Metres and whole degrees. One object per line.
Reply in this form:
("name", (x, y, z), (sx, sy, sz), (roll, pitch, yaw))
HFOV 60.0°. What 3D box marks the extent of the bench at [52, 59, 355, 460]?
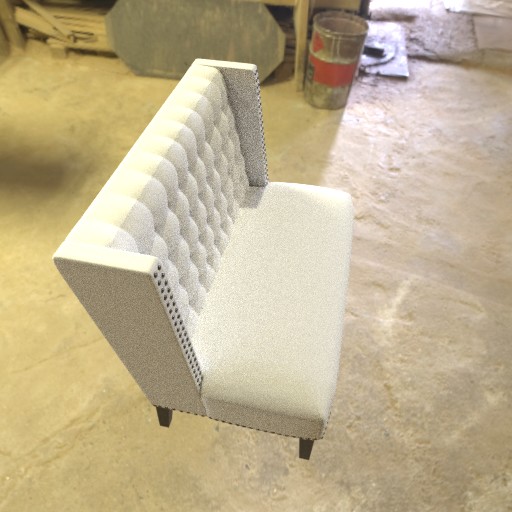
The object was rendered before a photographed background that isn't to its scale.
("bench", (0.000, 0.000, 1.942), (0.847, 1.123, 1.280), (9, 48, 9))
